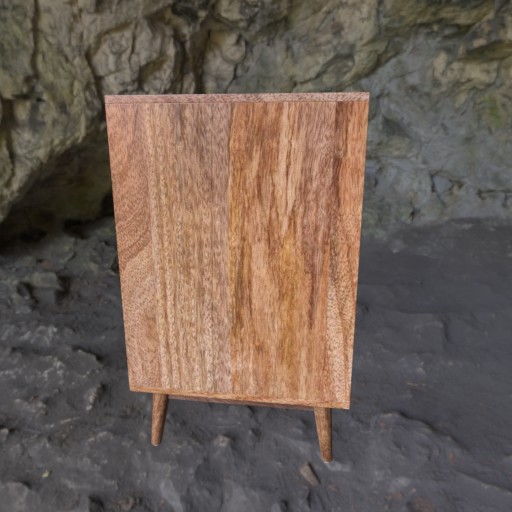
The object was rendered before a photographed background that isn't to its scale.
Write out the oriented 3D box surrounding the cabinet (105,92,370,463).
[{"bbox_3d":[0.000,0.000,1.174,0.473,0.758,0.647,2,16,8],"label":"cabinet"}]
